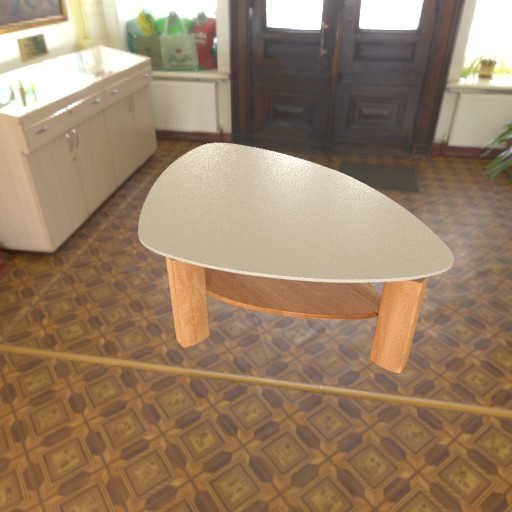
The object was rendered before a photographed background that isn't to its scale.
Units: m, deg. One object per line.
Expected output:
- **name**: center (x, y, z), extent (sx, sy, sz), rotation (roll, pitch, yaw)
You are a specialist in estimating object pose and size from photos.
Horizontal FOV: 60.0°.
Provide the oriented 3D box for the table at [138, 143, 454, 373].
- **table**: center (0.000, 0.000, 1.636), extent (0.850, 0.440, 1.250), rotation (-21, 38, -30)
